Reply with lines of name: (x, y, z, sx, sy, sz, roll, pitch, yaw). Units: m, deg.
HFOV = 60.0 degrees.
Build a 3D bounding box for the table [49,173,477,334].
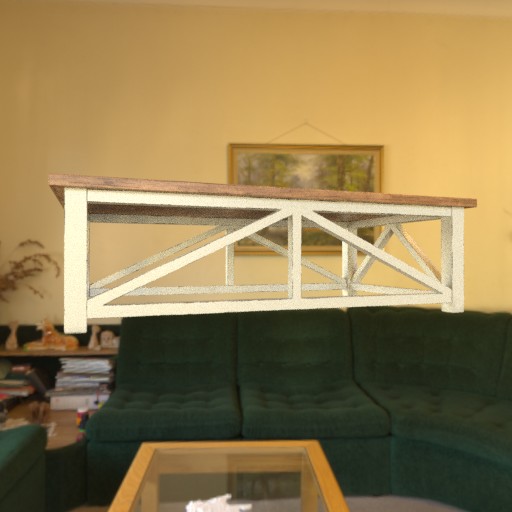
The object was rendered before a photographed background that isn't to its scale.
table: (0.000, 0.000, 1.727, 1.400, 0.410, 0.800, 0, 0, -20)
